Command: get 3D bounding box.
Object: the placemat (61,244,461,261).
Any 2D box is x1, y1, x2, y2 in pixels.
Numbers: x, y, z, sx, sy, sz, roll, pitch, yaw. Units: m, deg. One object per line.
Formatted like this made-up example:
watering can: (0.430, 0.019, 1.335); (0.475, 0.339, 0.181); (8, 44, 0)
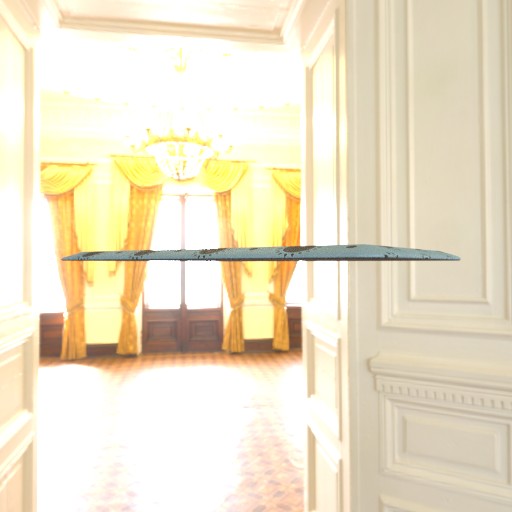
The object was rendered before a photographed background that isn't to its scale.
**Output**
placemat: (0.000, 0.000, 0.989); (0.762, 0.021, 0.508); (-1, -1, 36)
